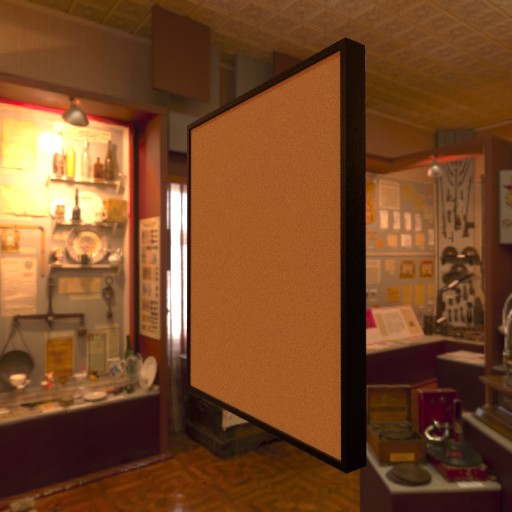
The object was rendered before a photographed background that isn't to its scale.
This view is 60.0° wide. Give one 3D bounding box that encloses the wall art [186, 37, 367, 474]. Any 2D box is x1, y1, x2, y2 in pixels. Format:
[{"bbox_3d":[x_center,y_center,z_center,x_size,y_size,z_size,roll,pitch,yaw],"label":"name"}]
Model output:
[{"bbox_3d":[0.000,0.000,0.756,0.039,0.553,0.451,0,-1,-35],"label":"wall art"}]
